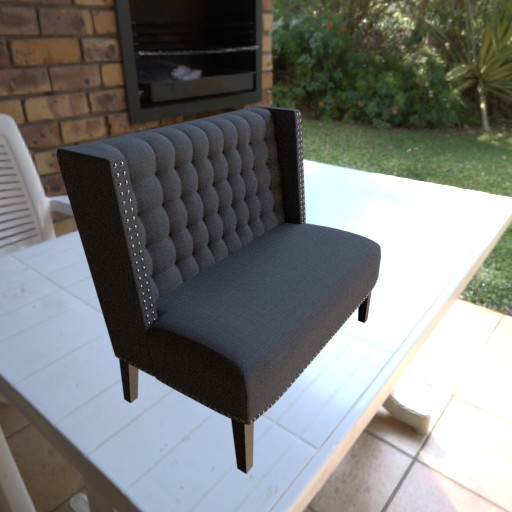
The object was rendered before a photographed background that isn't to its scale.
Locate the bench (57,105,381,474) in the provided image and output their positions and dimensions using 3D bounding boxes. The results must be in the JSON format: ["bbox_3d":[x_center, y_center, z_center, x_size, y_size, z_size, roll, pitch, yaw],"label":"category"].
[{"bbox_3d":[0.000,0.000,2.043,0.842,1.121,1.276,17,31,30],"label":"bench"}]
